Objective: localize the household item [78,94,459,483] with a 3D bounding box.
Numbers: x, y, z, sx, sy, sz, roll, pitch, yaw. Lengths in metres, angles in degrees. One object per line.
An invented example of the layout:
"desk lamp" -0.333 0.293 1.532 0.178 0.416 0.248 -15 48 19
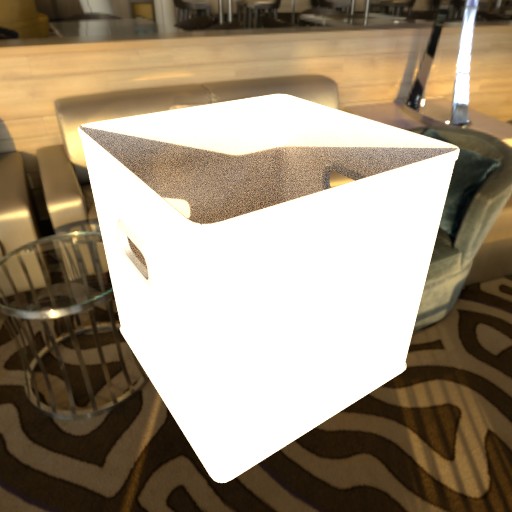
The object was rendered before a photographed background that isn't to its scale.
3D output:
"household item" 0.000 0.000 0.556 0.305 0.305 0.305 -20 37 -28
